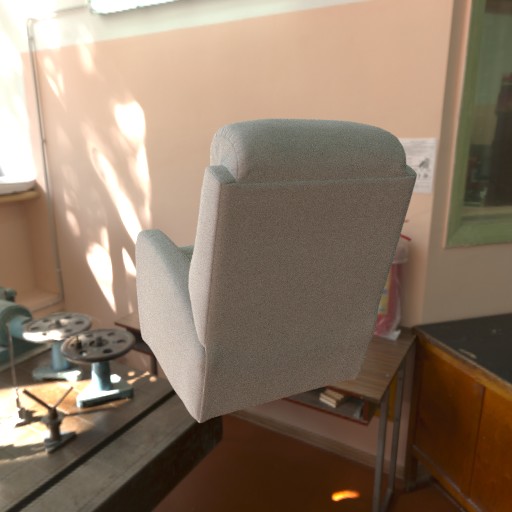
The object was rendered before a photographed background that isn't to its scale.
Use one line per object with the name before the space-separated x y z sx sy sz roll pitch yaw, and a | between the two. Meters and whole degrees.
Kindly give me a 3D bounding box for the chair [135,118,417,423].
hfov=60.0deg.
chair | 0.000 0.000 1.772 0.798 1.013 1.043 -7 16 -25
